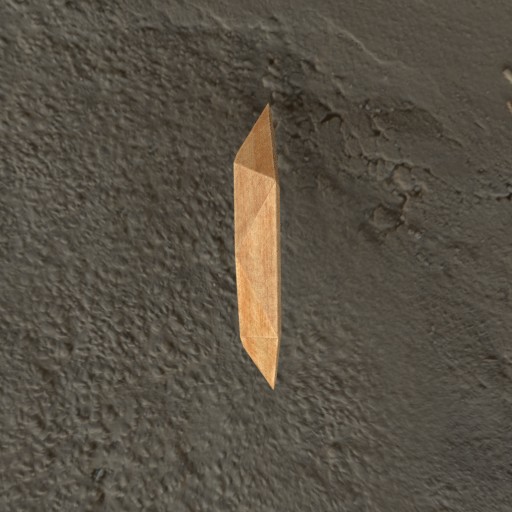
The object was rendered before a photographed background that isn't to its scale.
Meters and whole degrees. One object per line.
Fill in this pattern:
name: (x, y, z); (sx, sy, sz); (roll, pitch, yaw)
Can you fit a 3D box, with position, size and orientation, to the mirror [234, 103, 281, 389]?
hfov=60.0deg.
mirror: (0.000, 0.000, 0.998); (0.070, 0.774, 0.577); (-2, 74, 0)
